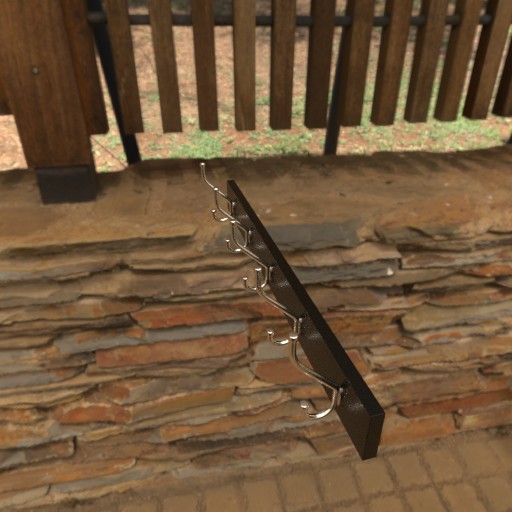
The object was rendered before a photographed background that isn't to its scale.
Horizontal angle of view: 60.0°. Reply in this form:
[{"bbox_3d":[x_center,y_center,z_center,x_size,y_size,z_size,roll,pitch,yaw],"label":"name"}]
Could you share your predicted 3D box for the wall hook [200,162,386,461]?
[{"bbox_3d":[0.000,0.000,0.606,0.071,0.117,0.571,-8,31,-13],"label":"wall hook"}]
